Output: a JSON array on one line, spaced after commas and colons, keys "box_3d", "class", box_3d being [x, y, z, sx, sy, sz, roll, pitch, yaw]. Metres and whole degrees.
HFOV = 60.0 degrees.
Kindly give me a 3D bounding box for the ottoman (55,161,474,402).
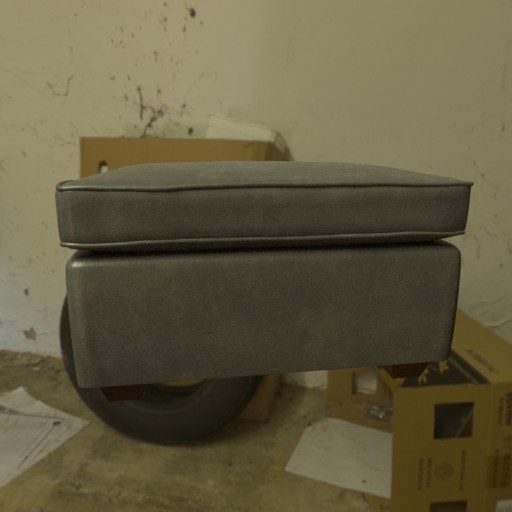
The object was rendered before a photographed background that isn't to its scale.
[{"box_3d": [0.000, 0.000, 1.062, 0.756, 0.445, 0.554, -2, 14, -9], "class": "ottoman"}]
